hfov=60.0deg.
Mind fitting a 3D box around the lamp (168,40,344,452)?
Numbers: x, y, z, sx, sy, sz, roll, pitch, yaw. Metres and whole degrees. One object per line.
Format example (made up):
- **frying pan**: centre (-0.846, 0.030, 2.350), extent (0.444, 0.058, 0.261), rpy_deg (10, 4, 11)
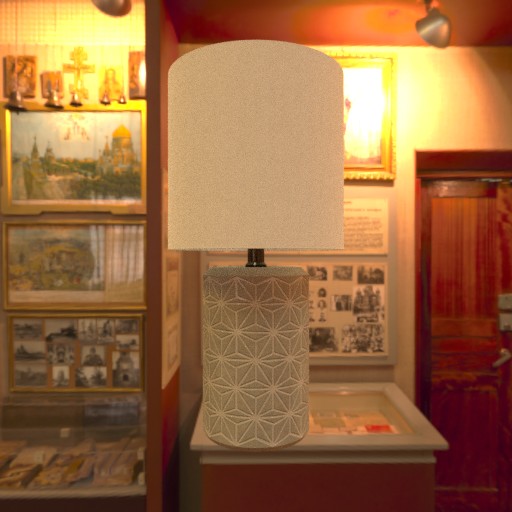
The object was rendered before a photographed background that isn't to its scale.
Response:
- **lamp**: centre (0.000, 0.000, 0.529), extent (0.206, 0.416, 0.206), rpy_deg (0, 0, 1)
